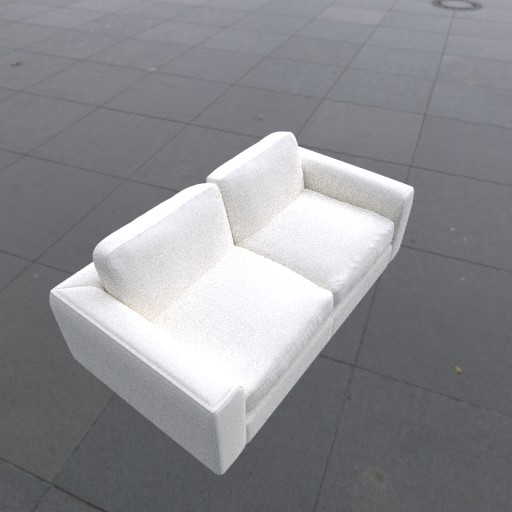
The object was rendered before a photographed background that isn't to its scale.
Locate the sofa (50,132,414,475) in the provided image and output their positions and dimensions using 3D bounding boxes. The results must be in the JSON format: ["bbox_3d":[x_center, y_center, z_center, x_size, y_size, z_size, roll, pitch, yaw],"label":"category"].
[{"bbox_3d":[0.000,0.000,2.506,1.069,0.801,1.920,27,48,27],"label":"sofa"}]
